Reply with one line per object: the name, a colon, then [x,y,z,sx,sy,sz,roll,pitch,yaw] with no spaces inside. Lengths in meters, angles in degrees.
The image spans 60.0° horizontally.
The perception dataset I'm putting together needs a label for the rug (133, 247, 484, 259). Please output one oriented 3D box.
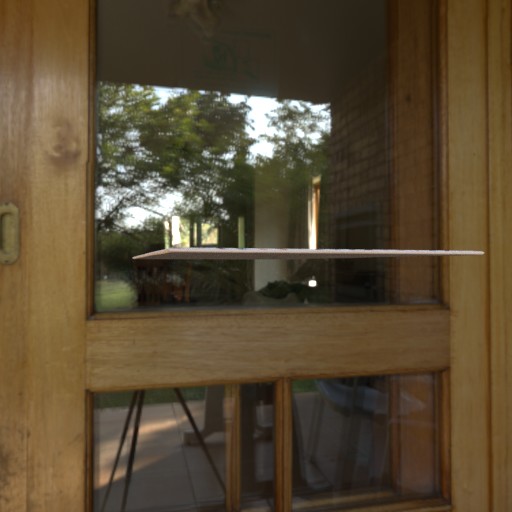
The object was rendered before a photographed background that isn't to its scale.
rug: [0.000,0.000,3.069,1.521,0.023,2.464,0,-1,-19]
